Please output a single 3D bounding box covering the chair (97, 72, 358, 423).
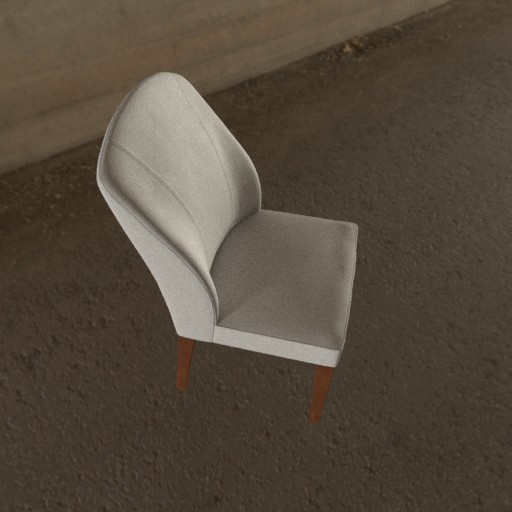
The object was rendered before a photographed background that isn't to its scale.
[{"bbox_3d":[0.000,0.000,1.211,0.540,0.893,0.472,10,46,10],"label":"chair"}]
